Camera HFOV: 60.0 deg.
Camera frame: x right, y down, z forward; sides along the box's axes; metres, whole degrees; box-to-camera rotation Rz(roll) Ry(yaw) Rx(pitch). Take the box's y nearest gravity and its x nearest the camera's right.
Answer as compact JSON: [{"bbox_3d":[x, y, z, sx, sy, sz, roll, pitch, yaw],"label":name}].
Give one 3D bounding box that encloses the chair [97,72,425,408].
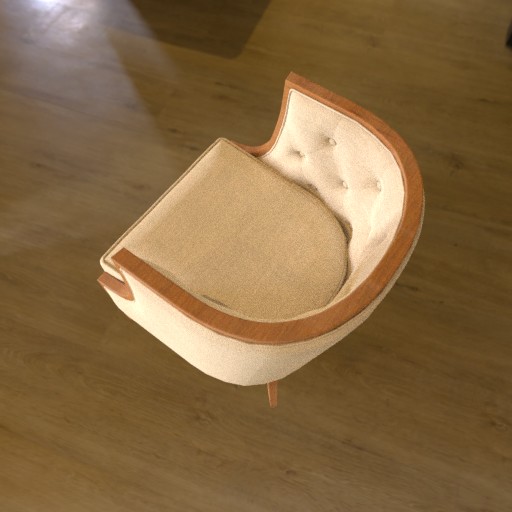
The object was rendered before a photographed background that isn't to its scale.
[{"bbox_3d":[0.000,0.000,1.359,0.757,0.775,0.711,33,68,15],"label":"chair"}]
